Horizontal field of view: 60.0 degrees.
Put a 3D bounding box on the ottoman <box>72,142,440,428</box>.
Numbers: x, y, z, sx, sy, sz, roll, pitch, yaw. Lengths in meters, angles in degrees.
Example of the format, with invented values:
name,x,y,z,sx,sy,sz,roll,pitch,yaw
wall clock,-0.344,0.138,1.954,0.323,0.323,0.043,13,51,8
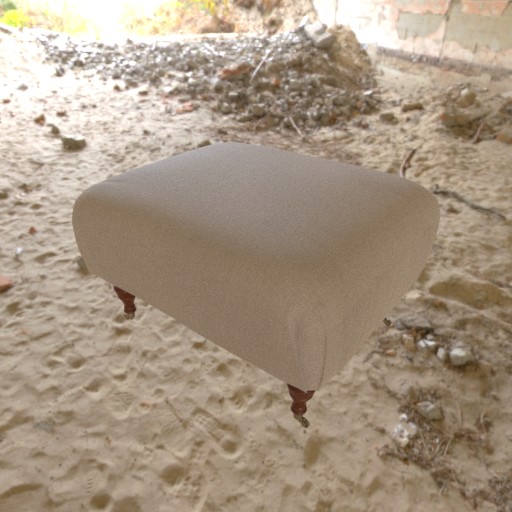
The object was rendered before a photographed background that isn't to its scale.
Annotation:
name,x,y,z,sx,sy,sz,roll,pitch,yaw
ottoman,0.000,0.000,1.146,0.746,0.450,0.622,21,37,32
